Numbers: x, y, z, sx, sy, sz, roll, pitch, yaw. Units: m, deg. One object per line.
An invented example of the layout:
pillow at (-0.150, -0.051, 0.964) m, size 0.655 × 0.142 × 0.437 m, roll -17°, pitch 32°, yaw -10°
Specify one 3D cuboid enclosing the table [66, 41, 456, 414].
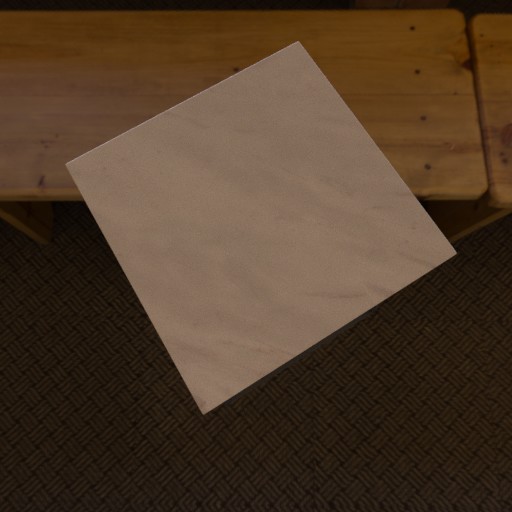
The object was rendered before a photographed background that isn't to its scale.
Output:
table at (0.000, 0.000, 0.899) m, size 0.455 × 0.559 × 0.455 m, roll -31°, pitch 78°, yaw -7°
